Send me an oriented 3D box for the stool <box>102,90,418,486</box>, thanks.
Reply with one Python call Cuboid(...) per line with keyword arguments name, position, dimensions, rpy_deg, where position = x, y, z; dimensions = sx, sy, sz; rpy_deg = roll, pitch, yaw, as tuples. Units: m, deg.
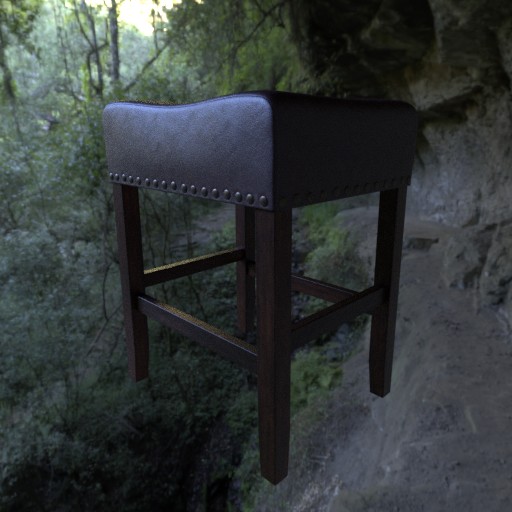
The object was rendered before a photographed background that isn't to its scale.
Cuboid(name="stool", position=(0.000, 0.000, 0.914), dimensions=(0.465, 0.608, 0.397), rpy_deg=(16, 23, 43))
